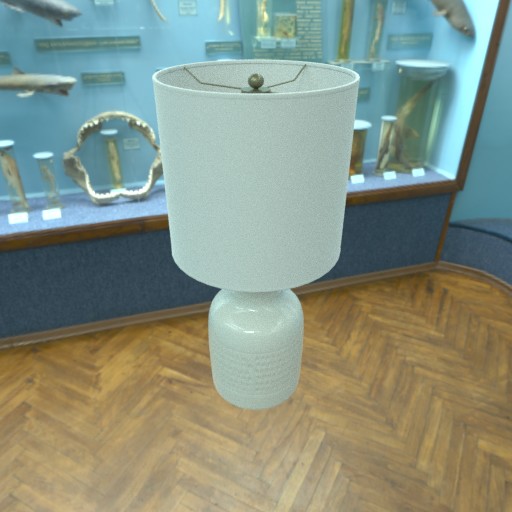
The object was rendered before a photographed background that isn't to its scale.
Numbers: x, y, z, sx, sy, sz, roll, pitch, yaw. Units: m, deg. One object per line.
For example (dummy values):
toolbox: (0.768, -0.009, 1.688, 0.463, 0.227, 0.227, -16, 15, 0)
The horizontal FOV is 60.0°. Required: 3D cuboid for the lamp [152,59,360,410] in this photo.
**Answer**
lamp: (0.000, 0.000, 0.509, 0.188, 0.392, 0.188, -8, 32, -13)
